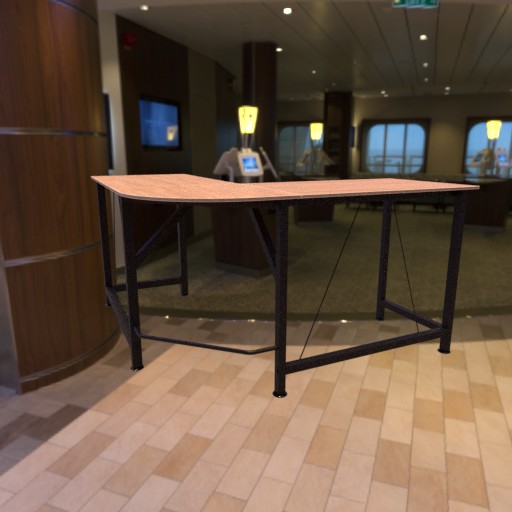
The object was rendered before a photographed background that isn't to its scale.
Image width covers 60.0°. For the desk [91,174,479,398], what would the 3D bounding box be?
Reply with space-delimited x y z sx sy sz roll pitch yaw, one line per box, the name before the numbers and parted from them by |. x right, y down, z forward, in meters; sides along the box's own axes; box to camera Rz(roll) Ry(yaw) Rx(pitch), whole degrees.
desk | 0.000 0.000 2.262 1.400 0.762 1.400 -6 15 -24
